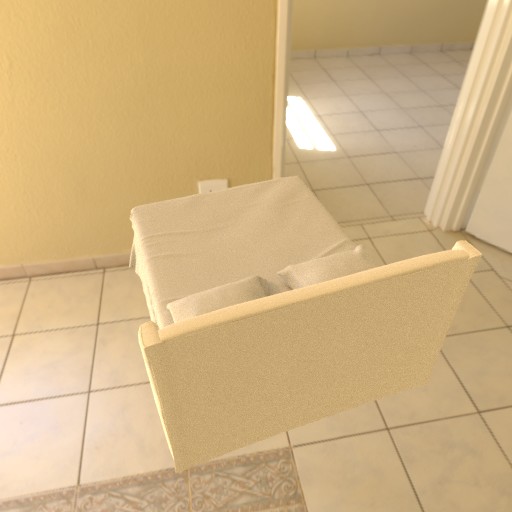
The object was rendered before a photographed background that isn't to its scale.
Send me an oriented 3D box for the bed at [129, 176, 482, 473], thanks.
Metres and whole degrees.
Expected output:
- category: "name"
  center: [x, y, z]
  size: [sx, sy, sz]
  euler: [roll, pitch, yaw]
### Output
- category: "bed"
  center: [0.000, 0.000, 3.454]
  size: [1.925, 1.332, 2.276]
  euler: [-13, 42, -15]
